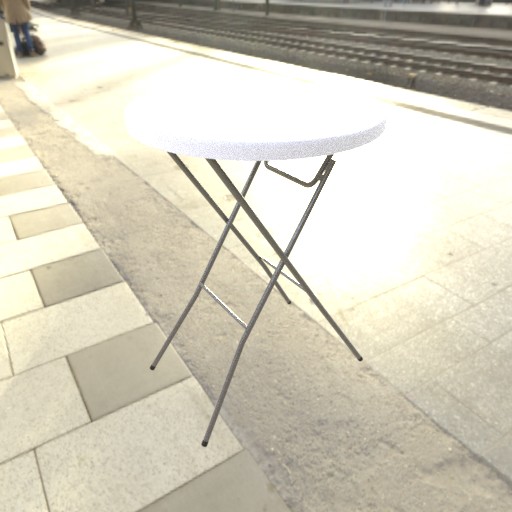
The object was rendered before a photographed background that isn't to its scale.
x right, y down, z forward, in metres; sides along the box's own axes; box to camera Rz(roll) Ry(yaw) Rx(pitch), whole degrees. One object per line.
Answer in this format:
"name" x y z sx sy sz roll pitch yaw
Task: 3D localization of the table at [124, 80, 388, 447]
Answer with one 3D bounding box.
"table" 0.000 0.000 1.658 0.795 1.105 0.792 -20 37 -29
